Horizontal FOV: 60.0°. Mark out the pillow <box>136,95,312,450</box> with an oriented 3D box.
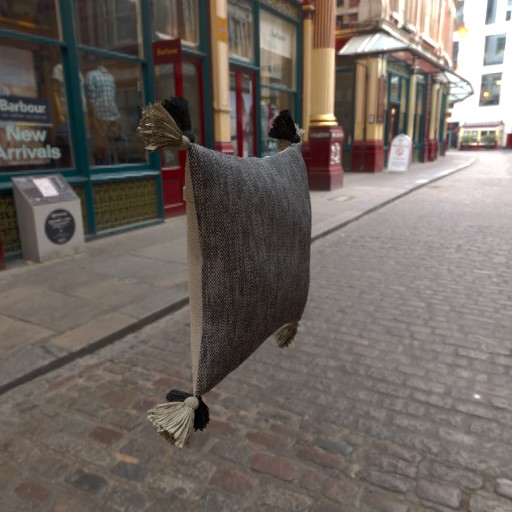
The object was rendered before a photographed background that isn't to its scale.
[{"bbox_3d":[0.000,0.000,0.993,0.170,0.659,0.654,8,16,28],"label":"pillow"}]
